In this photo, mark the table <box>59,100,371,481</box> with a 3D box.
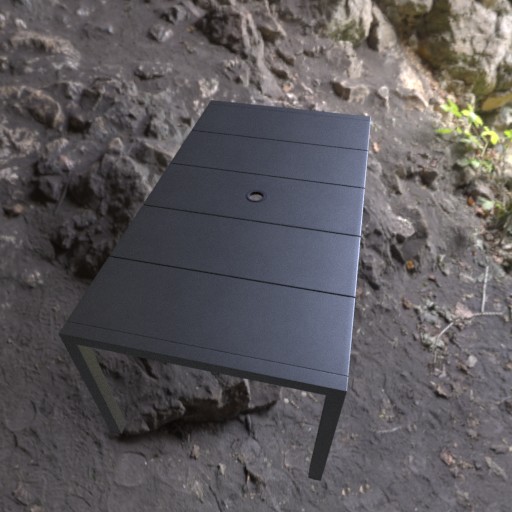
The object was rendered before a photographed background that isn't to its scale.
[{"bbox_3d":[0.000,0.000,2.177,0.914,0.735,1.680,9,46,9],"label":"table"}]
